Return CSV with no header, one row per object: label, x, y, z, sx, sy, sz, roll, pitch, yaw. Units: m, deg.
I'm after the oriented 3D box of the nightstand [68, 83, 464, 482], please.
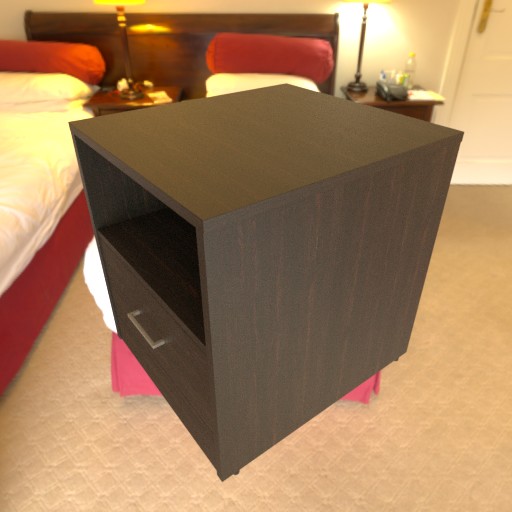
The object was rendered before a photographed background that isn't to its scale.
nightstand,0.000,0.000,0.790,0.461,0.460,0.400,-23,39,-30
